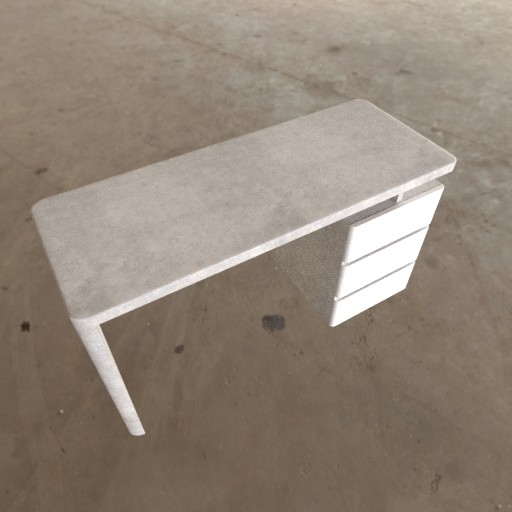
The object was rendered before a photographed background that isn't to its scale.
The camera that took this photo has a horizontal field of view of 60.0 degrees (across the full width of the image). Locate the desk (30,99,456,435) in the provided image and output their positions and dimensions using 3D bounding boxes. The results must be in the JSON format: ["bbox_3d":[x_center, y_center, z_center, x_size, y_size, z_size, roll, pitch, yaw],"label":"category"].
[{"bbox_3d":[0.000,0.000,1.792,1.400,0.755,0.550,-23,51,-21],"label":"desk"}]
